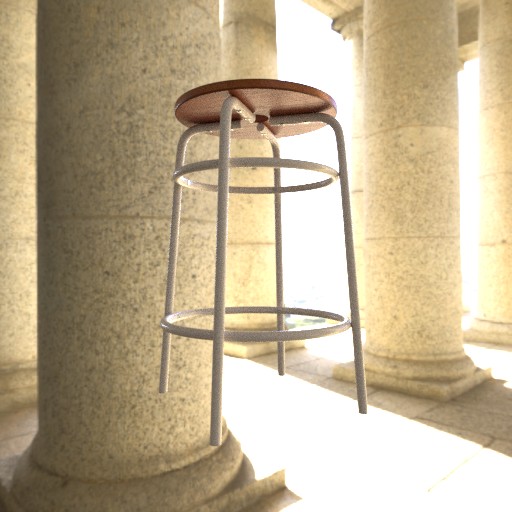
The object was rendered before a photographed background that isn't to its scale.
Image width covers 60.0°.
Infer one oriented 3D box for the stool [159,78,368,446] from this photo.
[{"bbox_3d":[0.000,0.000,0.927,0.455,0.610,0.455,0,0,17],"label":"stool"}]
